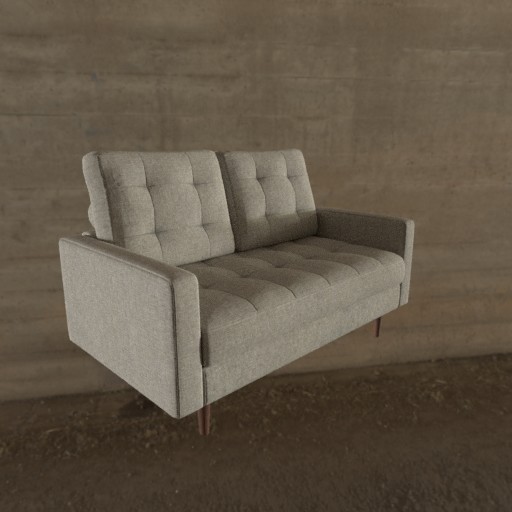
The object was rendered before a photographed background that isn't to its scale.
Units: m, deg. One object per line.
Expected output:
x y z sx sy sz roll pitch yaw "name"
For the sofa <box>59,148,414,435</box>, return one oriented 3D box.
0.000 0.000 1.954 1.407 0.907 0.842 -14 20 -43 "sofa"
